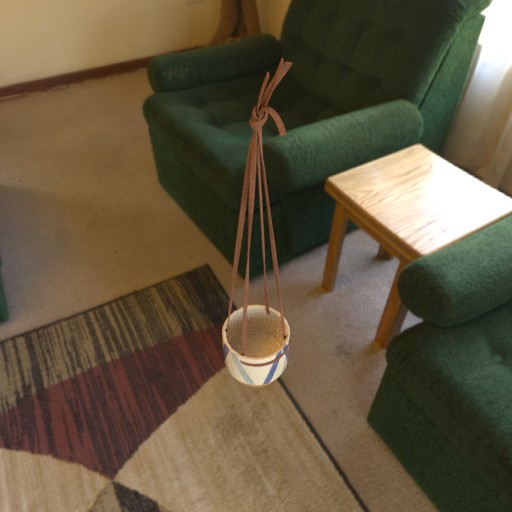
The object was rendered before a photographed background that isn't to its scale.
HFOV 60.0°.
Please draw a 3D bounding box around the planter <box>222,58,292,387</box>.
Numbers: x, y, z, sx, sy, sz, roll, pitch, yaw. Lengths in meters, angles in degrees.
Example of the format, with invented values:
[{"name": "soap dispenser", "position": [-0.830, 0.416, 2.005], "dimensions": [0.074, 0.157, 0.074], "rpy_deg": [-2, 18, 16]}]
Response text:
[{"name": "planter", "position": [0.000, 0.000, 0.831], "dimensions": [0.157, 0.753, 0.153], "rpy_deg": [33, 53, 29]}]
